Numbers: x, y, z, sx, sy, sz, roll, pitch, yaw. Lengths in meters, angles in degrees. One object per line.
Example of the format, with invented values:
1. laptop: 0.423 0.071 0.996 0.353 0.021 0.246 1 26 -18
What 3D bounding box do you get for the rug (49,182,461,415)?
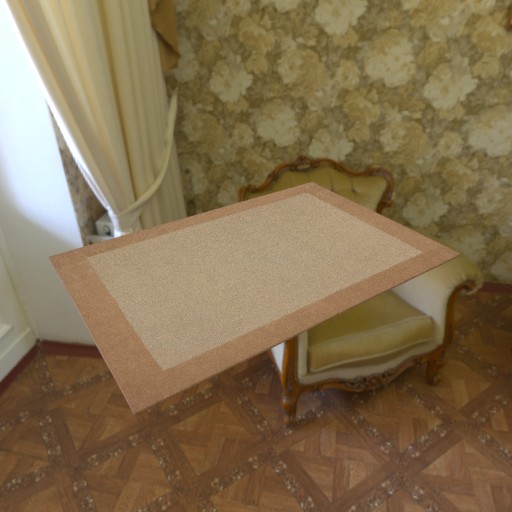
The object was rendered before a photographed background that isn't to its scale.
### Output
1. rug: 0.000 0.000 2.358 1.829 0.014 1.219 -20 37 -29
